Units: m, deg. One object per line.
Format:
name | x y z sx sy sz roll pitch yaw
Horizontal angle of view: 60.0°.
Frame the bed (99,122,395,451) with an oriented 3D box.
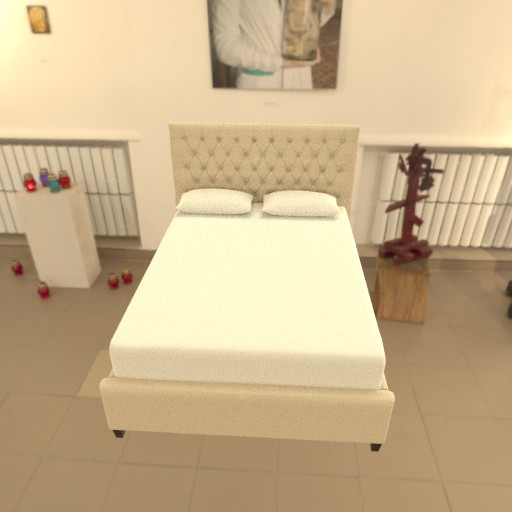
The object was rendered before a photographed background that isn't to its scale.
bed | 0.000 0.000 3.306 1.696 1.426 2.233 2 31 3
